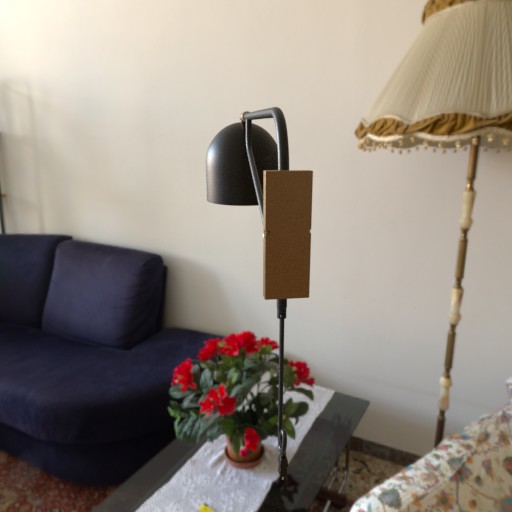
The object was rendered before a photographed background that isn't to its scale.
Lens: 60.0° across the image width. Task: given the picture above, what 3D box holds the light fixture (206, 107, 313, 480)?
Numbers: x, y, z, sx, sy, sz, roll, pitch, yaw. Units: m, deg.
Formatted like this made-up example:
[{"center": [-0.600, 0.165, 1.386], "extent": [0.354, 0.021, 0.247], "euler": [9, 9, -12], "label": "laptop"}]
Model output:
[{"center": [0.000, 0.000, 1.070], "extent": [0.215, 0.696, 0.720], "euler": [-2, 14, -8], "label": "light fixture"}]
